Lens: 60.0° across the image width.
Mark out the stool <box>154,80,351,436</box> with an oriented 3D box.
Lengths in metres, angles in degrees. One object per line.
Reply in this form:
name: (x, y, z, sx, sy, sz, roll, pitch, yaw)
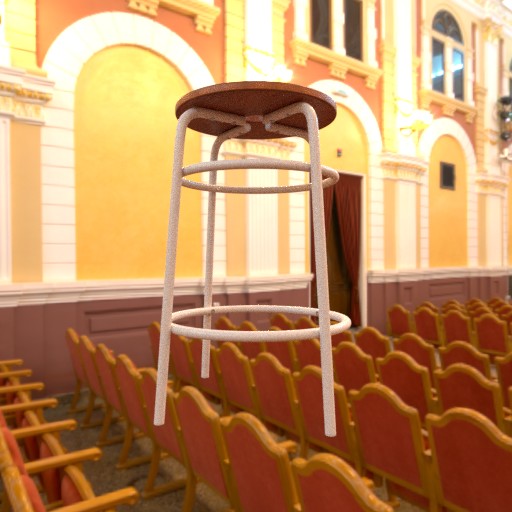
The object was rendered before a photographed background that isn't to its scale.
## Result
stool: (0.000, 0.000, 0.935, 0.455, 0.610, 0.455, 0, 0, -36)
